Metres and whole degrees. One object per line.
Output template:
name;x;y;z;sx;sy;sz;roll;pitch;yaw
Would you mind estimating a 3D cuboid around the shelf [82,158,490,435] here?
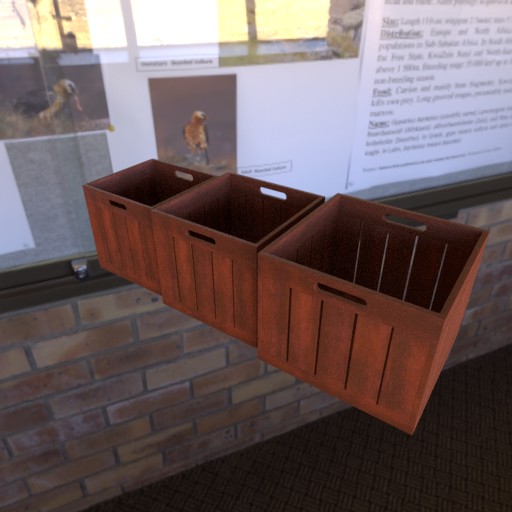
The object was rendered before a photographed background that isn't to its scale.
shelf;0.000;0.000;1.241;1.064;0.311;0.393;20;37;29
